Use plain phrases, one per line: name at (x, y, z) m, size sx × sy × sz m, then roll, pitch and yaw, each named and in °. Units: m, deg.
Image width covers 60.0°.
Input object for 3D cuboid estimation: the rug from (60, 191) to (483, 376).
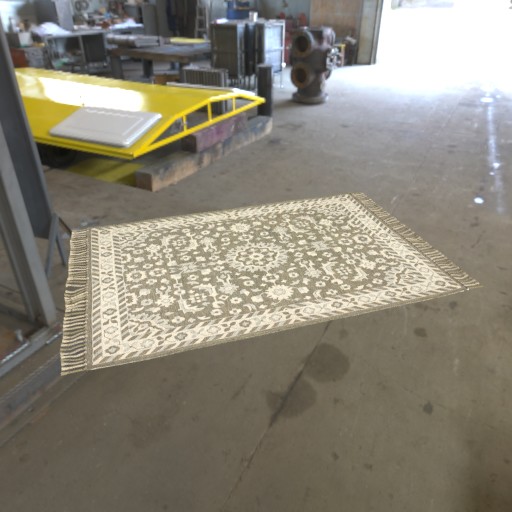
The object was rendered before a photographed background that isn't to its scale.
rug at (0.000, 0.000, 3.006) m, size 2.431 × 0.025 × 1.530 m, roll -9°, pitch 33°, yaw -15°
